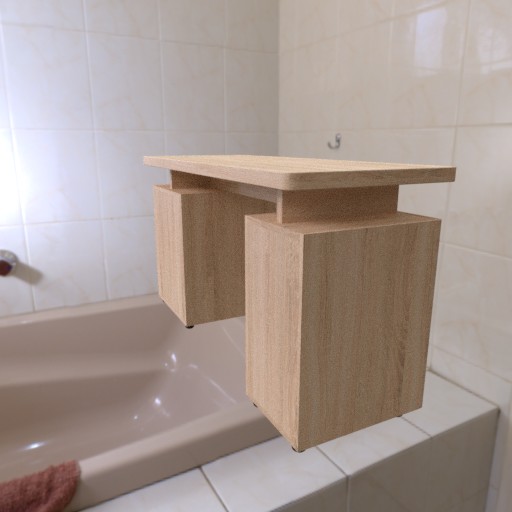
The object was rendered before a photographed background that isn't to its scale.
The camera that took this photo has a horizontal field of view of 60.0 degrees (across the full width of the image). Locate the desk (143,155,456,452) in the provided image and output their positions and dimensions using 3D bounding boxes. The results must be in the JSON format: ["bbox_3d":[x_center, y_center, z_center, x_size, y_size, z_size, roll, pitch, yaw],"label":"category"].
[{"bbox_3d":[0.000,0.000,1.794,0.550,0.760,1.400,-7,16,-26],"label":"desk"}]
